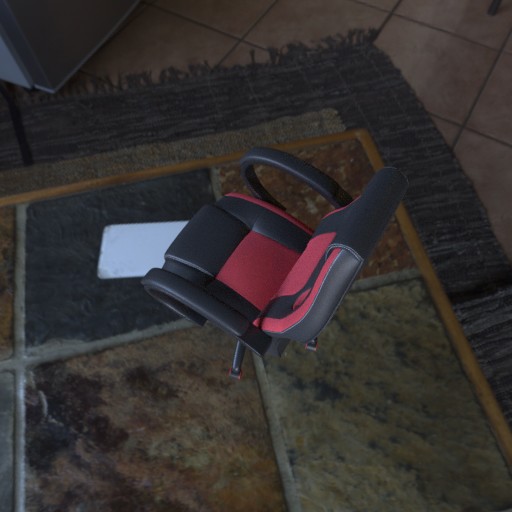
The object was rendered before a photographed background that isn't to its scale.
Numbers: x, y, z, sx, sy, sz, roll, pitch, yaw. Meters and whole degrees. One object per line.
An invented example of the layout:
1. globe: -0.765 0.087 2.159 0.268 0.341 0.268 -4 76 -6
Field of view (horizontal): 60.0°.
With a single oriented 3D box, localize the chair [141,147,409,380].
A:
1. chair: 0.000 0.000 1.608 0.724 1.187 0.673 30 67 14
